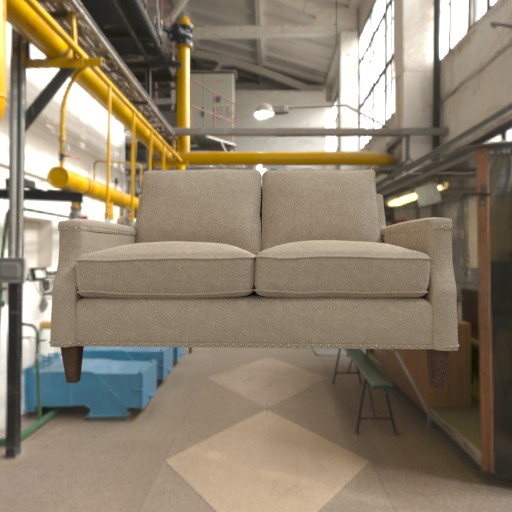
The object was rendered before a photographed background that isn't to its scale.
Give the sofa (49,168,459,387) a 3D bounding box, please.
[{"bbox_3d":[0.000,0.000,2.222,1.597,1.002,1.084,0,1,2],"label":"sofa"}]
